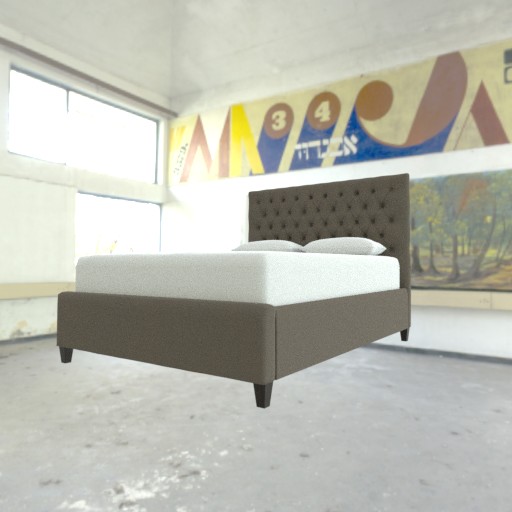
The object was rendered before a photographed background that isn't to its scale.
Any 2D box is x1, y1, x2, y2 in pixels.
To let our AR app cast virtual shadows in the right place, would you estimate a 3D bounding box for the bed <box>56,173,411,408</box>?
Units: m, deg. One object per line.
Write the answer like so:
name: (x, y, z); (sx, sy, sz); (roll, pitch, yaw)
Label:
bed: (0.000, 0.000, 3.363); (1.696, 1.426, 2.233); (-1, -1, 35)
